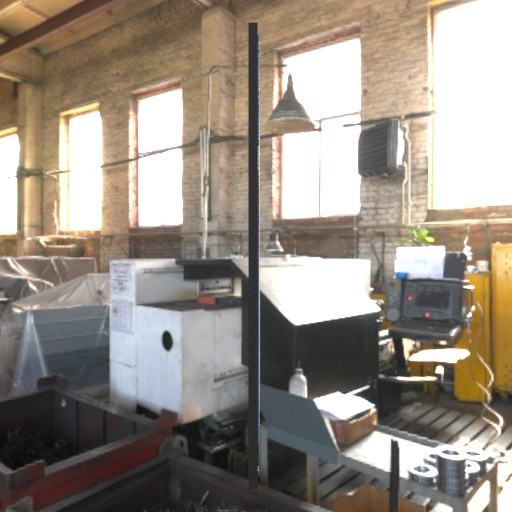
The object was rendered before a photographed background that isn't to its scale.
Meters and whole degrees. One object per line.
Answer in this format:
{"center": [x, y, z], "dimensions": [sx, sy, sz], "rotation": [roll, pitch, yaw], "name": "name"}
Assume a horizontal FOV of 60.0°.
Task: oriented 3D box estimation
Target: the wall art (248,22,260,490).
{"center": [0.000, 0.000, 0.961], "dimensions": [0.015, 0.663, 0.664], "rotation": [0, 0, 1], "name": "wall art"}
